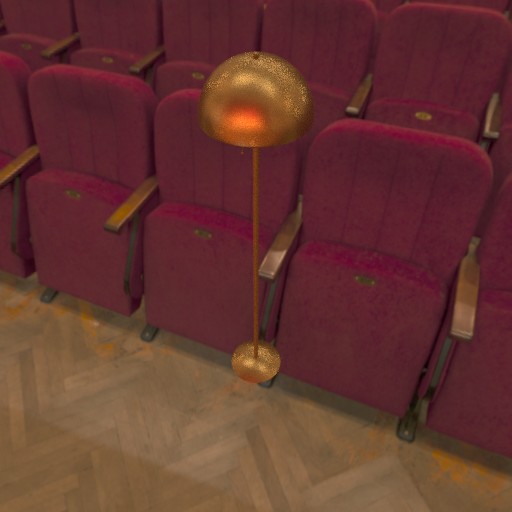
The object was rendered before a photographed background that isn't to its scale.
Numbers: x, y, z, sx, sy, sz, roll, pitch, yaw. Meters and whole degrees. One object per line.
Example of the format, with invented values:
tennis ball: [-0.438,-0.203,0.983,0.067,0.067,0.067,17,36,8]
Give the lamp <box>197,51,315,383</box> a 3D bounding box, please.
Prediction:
lamp: [0.000,0.000,1.655,0.328,1.480,0.328,17,48,16]
